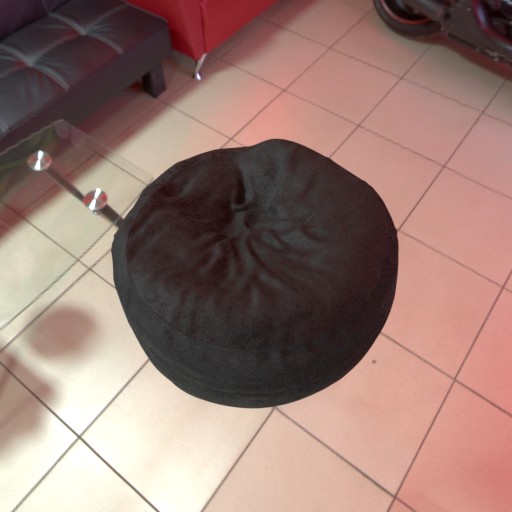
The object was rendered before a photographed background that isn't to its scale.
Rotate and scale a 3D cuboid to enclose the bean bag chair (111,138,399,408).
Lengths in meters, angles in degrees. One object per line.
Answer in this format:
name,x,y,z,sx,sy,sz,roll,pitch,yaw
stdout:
bean bag chair,0.000,0.000,2.422,1.525,0.751,1.525,0,58,0
